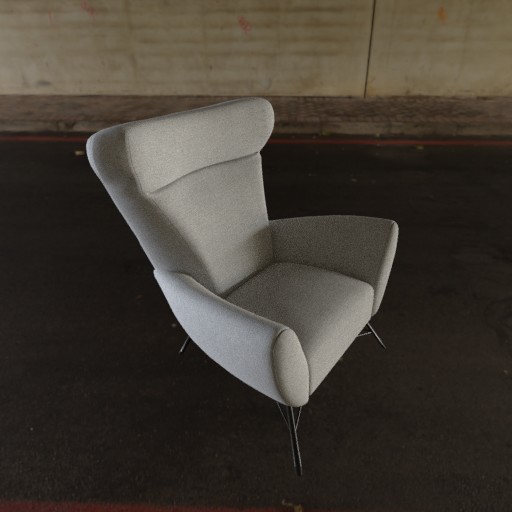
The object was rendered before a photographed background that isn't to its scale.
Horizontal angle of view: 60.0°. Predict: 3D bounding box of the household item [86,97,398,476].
[{"bbox_3d":[0.000,0.000,1.739,0.900,1.050,0.980,18,33,30],"label":"household item"}]
